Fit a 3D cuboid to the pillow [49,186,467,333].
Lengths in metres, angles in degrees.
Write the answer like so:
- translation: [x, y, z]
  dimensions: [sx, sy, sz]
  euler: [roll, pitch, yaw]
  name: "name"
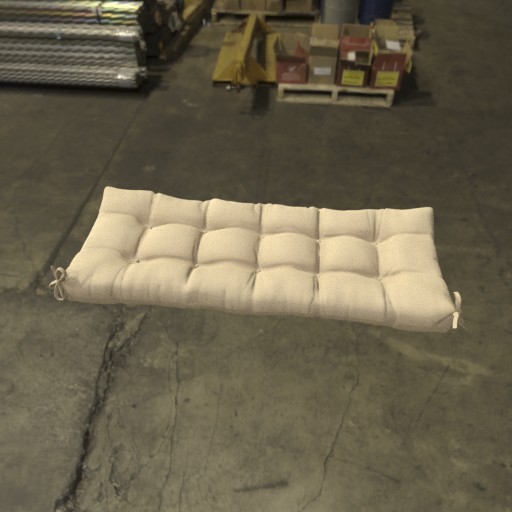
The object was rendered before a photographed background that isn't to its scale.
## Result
- translation: [0.000, 0.000, 1.363]
  dimensions: [1.194, 0.174, 0.511]
  euler: [4, 47, 4]
  name: "pillow"
